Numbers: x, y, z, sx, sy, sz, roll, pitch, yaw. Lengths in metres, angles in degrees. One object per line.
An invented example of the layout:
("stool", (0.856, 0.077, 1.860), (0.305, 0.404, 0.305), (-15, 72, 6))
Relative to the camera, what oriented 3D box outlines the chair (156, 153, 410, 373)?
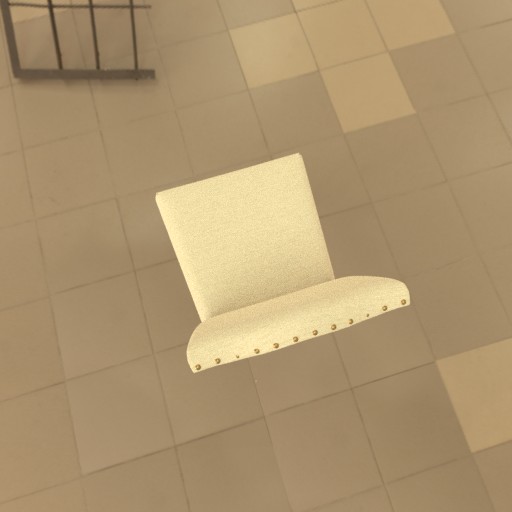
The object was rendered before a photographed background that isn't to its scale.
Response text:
("chair", (0.000, 0.000, 1.352), (0.508, 1.015, 0.619), (-17, 75, -5))
